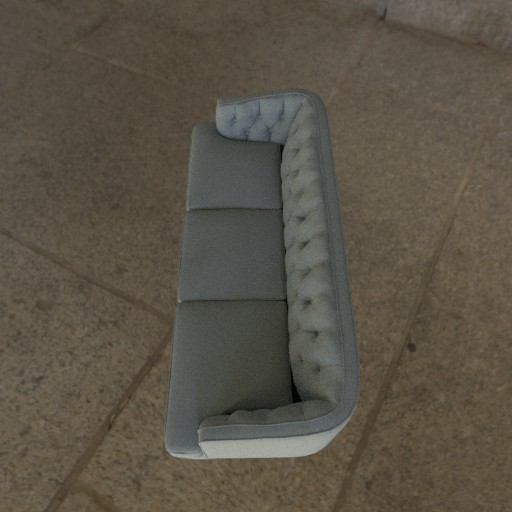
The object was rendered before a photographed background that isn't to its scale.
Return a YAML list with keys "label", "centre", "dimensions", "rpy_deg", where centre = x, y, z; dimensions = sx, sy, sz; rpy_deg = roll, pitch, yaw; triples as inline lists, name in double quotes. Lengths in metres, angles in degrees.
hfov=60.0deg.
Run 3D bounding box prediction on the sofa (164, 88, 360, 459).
- label: "sofa"
  centre: [0.000, 0.000, 2.752]
  dimensions: [0.941, 0.855, 2.278]
  rpy_deg: [0, 59, 0]
